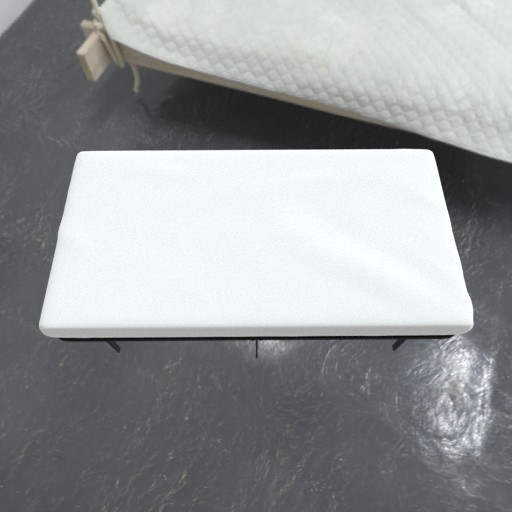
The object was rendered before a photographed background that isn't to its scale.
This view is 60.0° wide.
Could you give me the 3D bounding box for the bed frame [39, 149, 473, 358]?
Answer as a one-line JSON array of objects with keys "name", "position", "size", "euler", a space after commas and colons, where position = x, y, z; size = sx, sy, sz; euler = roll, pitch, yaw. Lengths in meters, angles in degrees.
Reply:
[{"name": "bed frame", "position": [0.000, 0.000, 2.353], "size": [1.903, 0.619, 0.989], "euler": [0, 63, 0]}]
